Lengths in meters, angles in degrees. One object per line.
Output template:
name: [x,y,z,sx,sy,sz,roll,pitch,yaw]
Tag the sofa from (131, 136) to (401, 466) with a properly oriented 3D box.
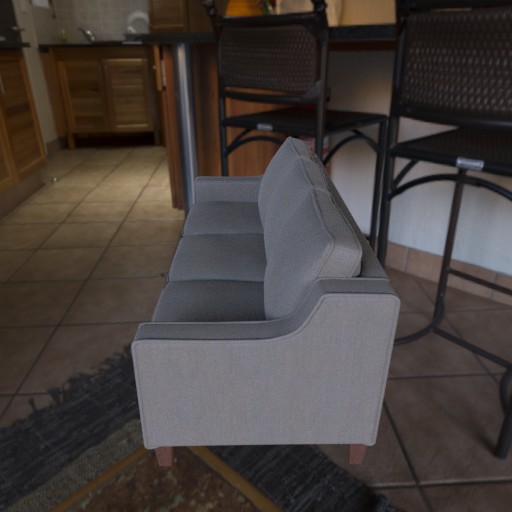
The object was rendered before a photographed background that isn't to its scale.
sofa: [0.000,0.000,2.453,0.911,0.974,1.986,0,26,-1]
